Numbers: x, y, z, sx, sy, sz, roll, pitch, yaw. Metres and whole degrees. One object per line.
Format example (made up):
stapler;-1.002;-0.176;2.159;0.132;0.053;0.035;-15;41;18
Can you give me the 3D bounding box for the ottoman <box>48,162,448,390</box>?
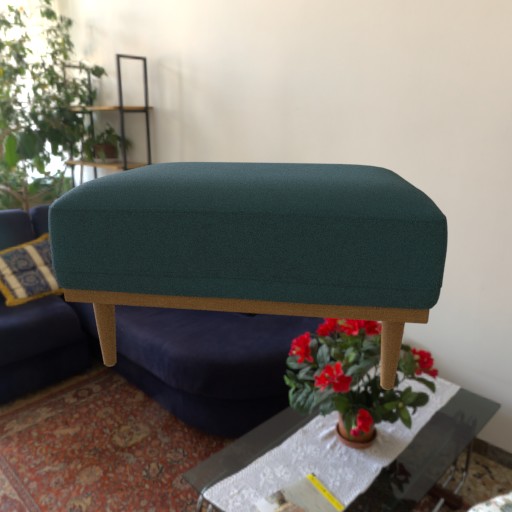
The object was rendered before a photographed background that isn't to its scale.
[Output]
ottoman;0.000;0.000;1.077;0.749;0.428;0.549;3;17;8
